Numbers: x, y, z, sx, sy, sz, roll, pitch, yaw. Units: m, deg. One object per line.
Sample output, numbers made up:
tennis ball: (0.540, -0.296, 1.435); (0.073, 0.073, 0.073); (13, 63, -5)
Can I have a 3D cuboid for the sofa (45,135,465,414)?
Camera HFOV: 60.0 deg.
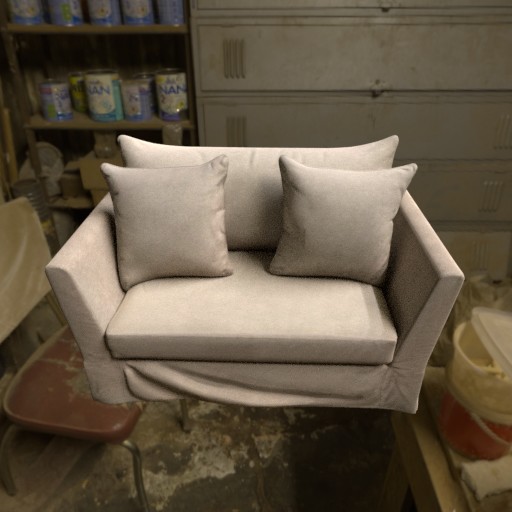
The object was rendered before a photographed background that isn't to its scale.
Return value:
sofa: (0.000, 0.000, 2.200); (1.608, 1.040, 1.035); (1, 31, 2)
